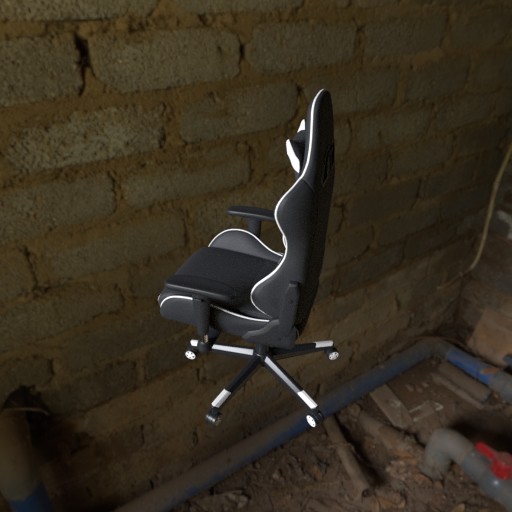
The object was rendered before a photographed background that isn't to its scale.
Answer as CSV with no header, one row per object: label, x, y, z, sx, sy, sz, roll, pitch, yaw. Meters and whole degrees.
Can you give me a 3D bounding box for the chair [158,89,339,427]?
chair,0.000,0.000,1.712,0.700,1.240,0.700,9,33,15
